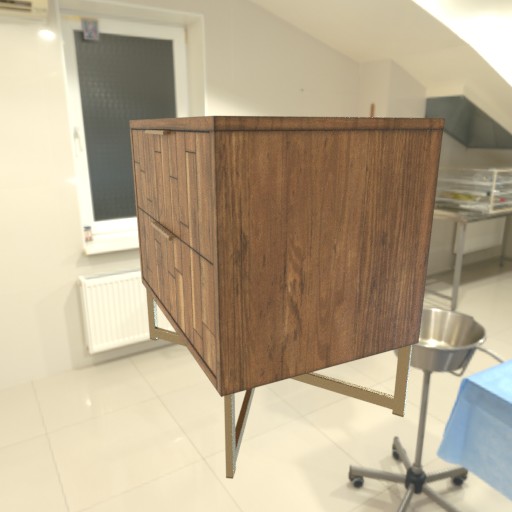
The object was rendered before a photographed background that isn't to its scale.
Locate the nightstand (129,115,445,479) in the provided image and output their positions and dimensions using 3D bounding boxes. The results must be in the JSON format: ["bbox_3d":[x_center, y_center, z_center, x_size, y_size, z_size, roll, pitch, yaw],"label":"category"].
[{"bbox_3d":[0.000,0.000,1.035,0.446,0.610,0.610,-8,18,-25],"label":"nightstand"}]
